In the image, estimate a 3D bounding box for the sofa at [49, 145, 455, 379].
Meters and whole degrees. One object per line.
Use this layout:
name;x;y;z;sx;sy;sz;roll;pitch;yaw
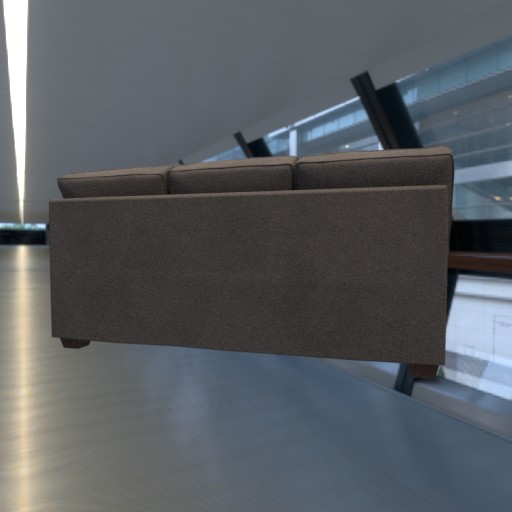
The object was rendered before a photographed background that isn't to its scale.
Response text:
sofa;0.000;0.000;2.504;1.962;0.973;1.027;0;1;17
